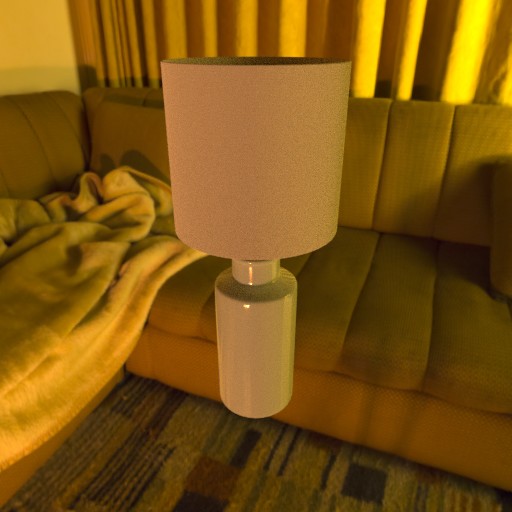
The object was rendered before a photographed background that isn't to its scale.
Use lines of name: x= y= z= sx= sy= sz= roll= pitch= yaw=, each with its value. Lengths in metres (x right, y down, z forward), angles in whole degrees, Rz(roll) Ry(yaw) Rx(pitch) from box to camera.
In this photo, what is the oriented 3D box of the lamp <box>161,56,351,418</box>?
lamp: x=0.000 y=0.000 z=0.609 sx=0.212 sy=0.493 sz=0.212 roll=0 pitch=26 yaw=1
